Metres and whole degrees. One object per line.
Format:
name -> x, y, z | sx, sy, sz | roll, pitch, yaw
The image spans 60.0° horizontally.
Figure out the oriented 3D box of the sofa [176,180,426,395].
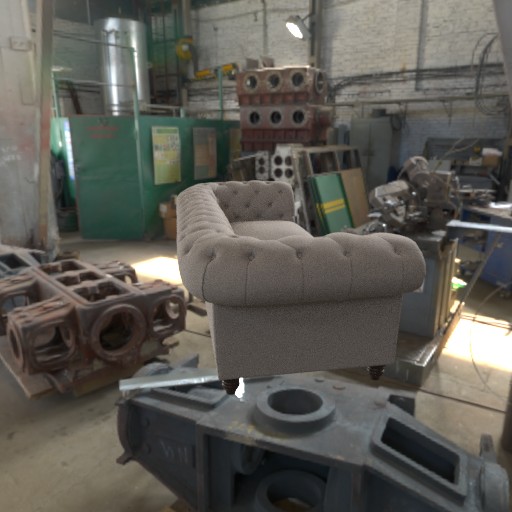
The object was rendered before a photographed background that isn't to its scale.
sofa -> 0.000, 0.000, 2.866 | 0.991, 0.749, 2.411 | -3, 16, -10
